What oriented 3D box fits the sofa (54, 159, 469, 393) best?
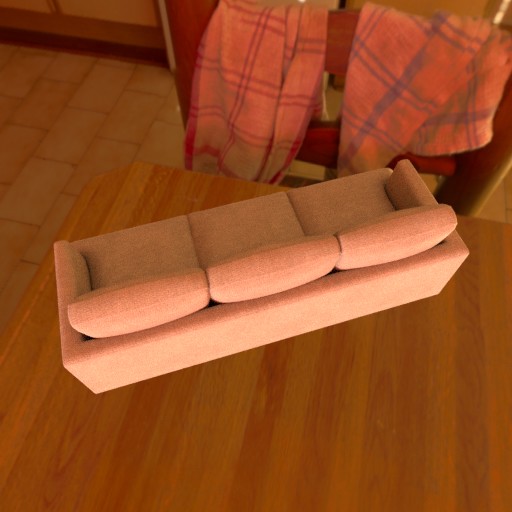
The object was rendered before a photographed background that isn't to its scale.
[{"bbox_3d":[0.000,0.000,2.689,2.246,0.930,0.903,-15,59,-9],"label":"sofa"}]
